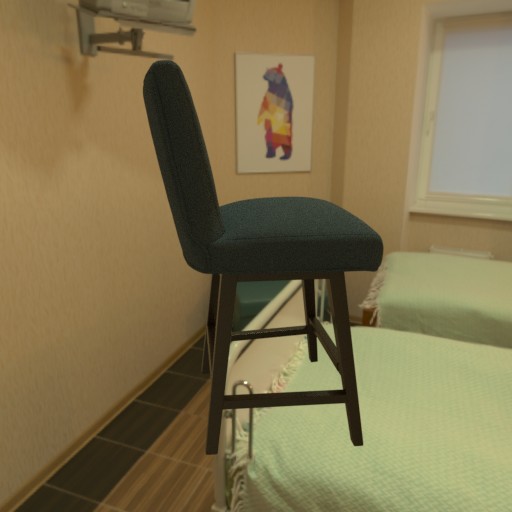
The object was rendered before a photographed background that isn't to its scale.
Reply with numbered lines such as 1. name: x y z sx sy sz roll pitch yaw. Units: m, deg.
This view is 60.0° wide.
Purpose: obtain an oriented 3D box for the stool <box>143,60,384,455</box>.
1. stool: 0.000 0.000 1.306 0.574 1.000 0.514 -2 17 -8
